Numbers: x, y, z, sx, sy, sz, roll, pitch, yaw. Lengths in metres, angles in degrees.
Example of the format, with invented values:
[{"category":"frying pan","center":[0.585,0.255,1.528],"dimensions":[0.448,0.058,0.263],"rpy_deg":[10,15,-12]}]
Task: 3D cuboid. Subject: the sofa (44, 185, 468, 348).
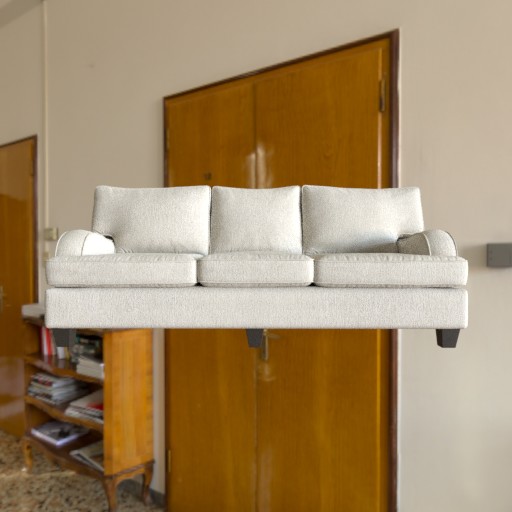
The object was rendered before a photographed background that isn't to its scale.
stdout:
[{"category":"sofa","center":[0.000,0.000,2.865],"dimensions":[2.323,0.991,1.016],"rpy_deg":[0,1,1]}]
